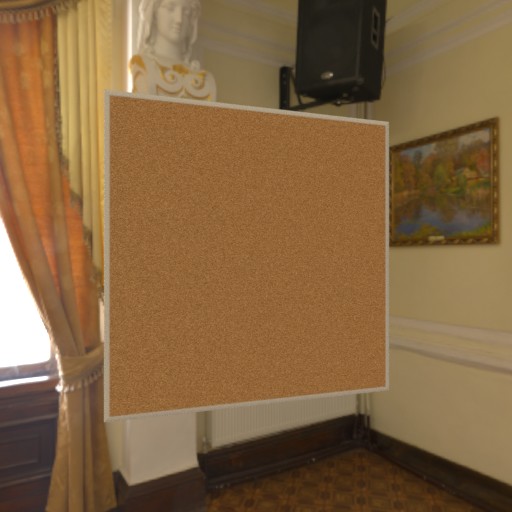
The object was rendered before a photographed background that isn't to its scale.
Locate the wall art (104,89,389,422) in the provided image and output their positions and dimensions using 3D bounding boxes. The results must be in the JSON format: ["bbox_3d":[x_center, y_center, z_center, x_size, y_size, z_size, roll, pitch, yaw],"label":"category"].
[{"bbox_3d":[0.000,0.000,0.472,0.305,0.304,0.038,0,0,-19],"label":"wall art"}]
